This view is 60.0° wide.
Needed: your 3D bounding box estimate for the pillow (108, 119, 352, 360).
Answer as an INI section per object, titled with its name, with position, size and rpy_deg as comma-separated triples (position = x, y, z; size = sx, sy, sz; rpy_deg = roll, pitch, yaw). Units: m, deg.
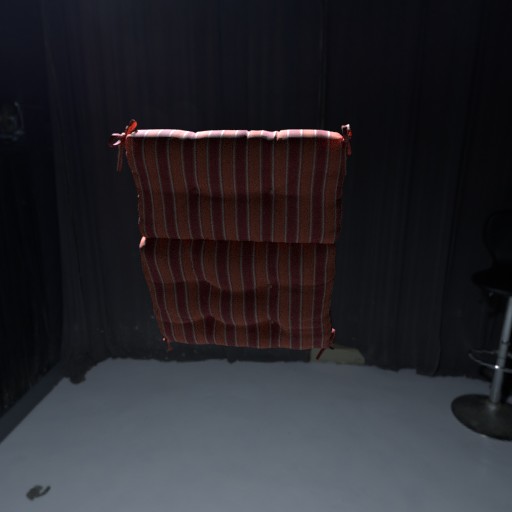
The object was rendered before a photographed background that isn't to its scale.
[pillow]
position = 0.000, 0.000, 1.483
size = 0.526, 0.863, 1.016
rpy_deg = 2, 17, 7
